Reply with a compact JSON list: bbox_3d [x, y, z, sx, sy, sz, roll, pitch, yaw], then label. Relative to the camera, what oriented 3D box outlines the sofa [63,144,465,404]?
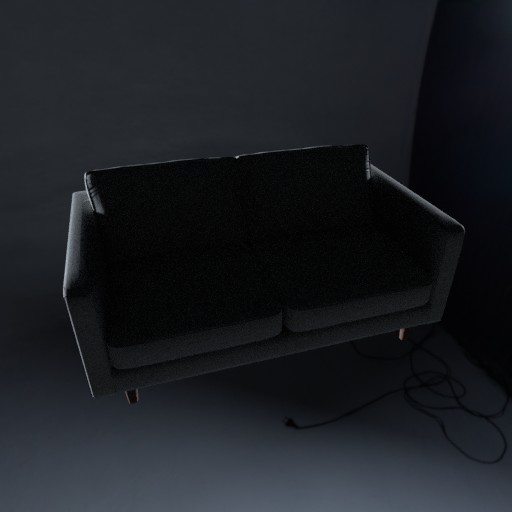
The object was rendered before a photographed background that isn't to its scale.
[{"bbox_3d":[0.000,0.000,2.303,1.731,0.900,1.000,-9,33,-15],"label":"sofa"}]
